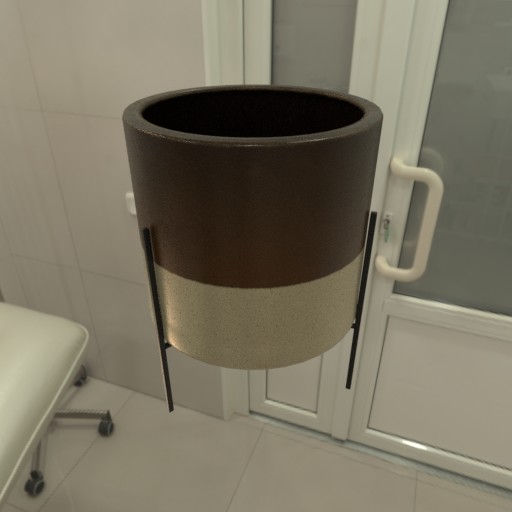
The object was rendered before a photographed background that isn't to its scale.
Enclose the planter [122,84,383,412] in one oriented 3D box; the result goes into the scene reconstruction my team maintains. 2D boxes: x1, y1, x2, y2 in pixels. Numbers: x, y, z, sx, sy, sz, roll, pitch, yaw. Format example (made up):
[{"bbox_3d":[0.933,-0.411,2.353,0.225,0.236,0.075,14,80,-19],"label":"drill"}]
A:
[{"bbox_3d":[0.000,0.000,0.712,0.354,0.465,0.345,11,32,18],"label":"planter"}]
